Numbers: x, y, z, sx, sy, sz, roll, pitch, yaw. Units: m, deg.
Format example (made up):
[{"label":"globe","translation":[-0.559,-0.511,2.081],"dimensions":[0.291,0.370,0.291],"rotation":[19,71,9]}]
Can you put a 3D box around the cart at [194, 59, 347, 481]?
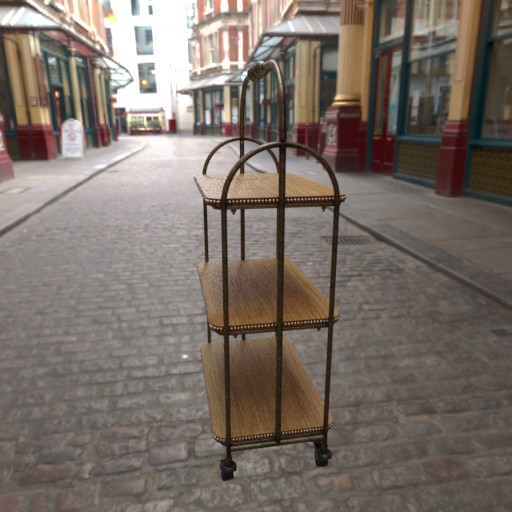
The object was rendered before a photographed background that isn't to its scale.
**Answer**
[{"label":"cart","translation":[0.000,0.000,1.318],"dimensions":[0.330,1.052,0.650],"rotation":[-3,16,-10]}]
